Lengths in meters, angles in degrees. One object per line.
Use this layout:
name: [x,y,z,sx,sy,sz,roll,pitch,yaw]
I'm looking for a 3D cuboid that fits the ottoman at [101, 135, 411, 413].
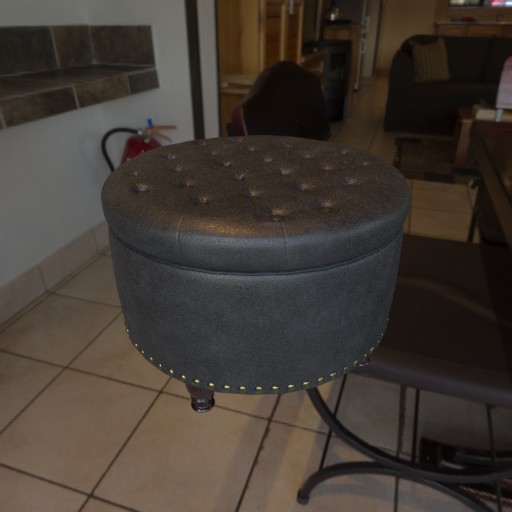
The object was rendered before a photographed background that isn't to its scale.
ottoman: [0.000,0.000,1.037,0.637,0.442,0.637,0,28,0]
